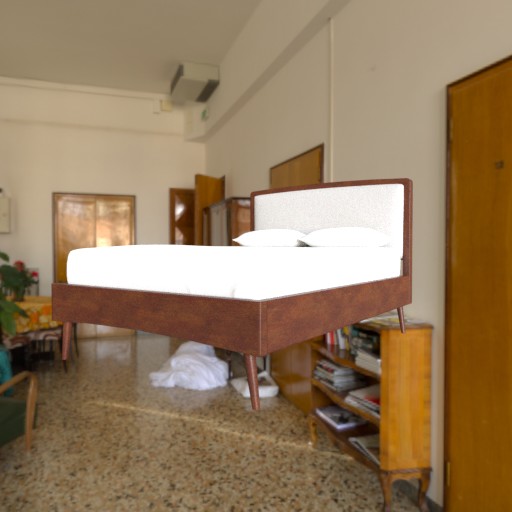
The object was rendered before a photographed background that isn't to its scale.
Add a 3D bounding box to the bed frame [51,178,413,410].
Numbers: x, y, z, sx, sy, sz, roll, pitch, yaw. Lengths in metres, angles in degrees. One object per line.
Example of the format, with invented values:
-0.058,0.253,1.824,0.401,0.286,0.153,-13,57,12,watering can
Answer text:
0.000,0.000,3.187,1.587,1.279,2.171,1,2,35,bed frame
